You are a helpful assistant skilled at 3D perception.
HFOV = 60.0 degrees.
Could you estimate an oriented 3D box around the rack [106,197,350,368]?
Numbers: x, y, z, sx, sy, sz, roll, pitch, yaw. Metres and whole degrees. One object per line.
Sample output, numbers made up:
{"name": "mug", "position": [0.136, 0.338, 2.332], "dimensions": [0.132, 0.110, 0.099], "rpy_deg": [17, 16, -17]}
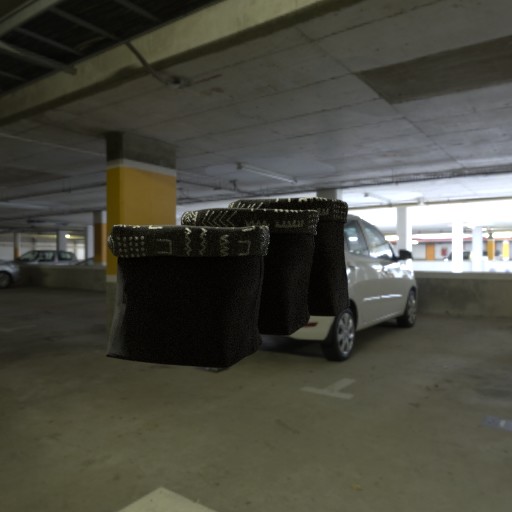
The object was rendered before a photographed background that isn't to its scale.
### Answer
{"name": "rack", "position": [0.000, 0.000, 1.060], "dimensions": [0.379, 0.323, 0.905], "rpy_deg": [0, 0, 18]}
